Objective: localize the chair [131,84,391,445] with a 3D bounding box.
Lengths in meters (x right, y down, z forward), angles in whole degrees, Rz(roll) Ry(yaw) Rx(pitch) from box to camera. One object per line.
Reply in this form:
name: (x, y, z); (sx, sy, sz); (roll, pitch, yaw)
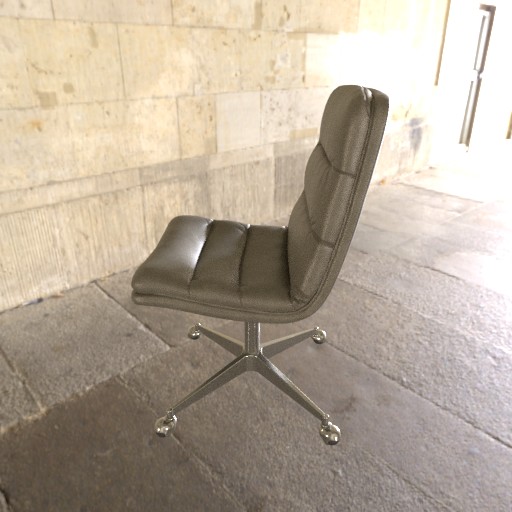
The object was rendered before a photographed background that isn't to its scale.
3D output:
chair: (0.000, 0.000, 1.024); (0.485, 0.738, 0.422); (1, 24, 3)
